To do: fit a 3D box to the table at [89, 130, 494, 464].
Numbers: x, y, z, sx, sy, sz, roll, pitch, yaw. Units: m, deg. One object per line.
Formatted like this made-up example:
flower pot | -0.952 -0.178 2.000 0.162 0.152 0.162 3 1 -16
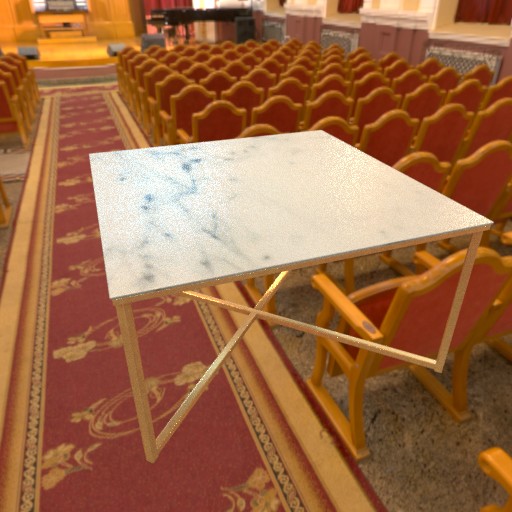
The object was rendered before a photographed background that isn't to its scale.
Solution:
table | 0.000 0.000 1.274 0.800 0.450 0.800 -11 32 -17
